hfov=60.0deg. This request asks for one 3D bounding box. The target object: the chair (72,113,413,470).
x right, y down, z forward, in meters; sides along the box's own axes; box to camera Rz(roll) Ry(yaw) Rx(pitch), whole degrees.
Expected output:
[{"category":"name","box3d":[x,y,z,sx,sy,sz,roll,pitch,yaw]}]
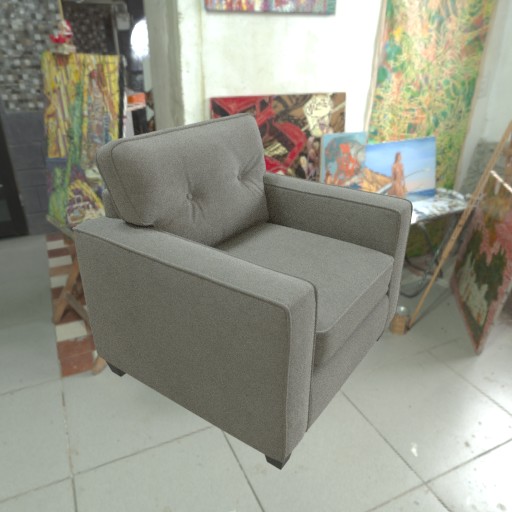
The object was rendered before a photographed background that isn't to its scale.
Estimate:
[{"category":"chair","box3d":[0.000,0.000,1.771,0.939,0.965,1.015,17,31,31]}]
